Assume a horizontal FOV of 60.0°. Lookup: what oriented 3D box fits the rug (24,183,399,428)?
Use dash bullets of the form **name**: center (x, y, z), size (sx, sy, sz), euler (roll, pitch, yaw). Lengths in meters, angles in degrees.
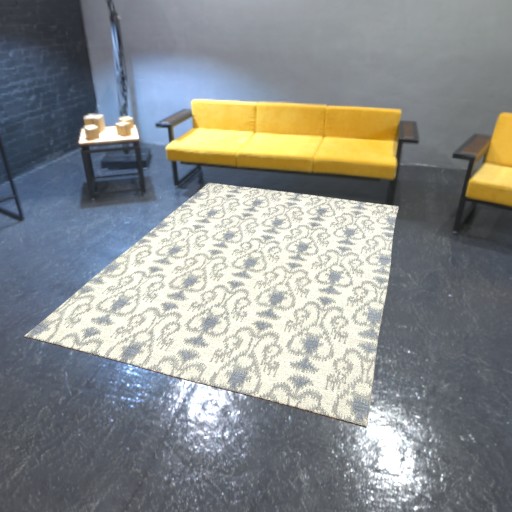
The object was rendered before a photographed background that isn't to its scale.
- **rug**: center (0.000, 0.000, 2.883), size (1.676, 0.013, 2.261), euler (10, 31, 16)
